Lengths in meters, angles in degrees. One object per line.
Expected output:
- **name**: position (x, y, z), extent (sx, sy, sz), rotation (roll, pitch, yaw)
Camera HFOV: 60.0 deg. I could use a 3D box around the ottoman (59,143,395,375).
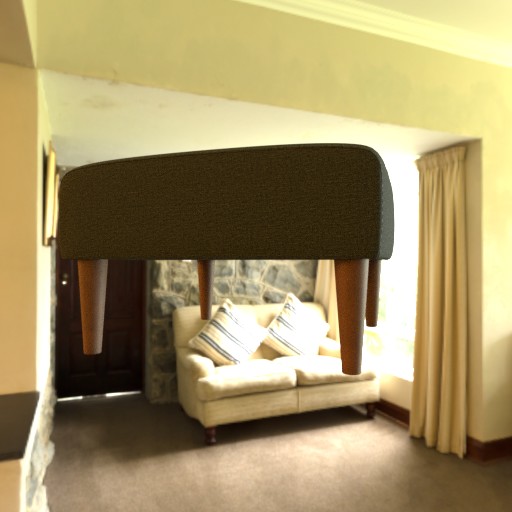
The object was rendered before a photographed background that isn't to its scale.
- **ottoman**: position (0.000, 0.000, 1.084), extent (0.649, 0.398, 0.650), rotation (0, -1, 18)
